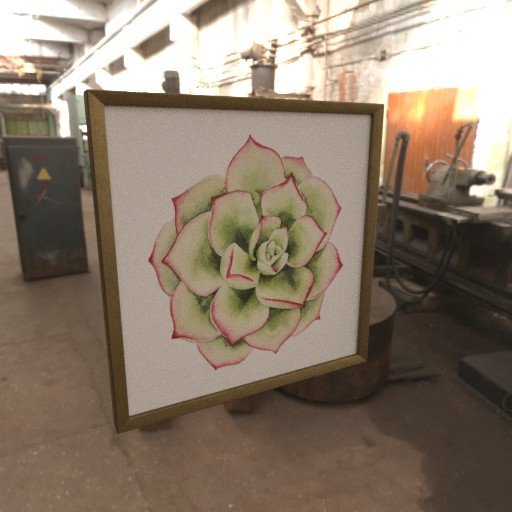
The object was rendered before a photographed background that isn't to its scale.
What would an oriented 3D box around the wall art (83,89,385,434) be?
[{"bbox_3d":[0.000,0.000,0.753,0.503,0.506,0.031,-8,16,-27],"label":"wall art"}]
